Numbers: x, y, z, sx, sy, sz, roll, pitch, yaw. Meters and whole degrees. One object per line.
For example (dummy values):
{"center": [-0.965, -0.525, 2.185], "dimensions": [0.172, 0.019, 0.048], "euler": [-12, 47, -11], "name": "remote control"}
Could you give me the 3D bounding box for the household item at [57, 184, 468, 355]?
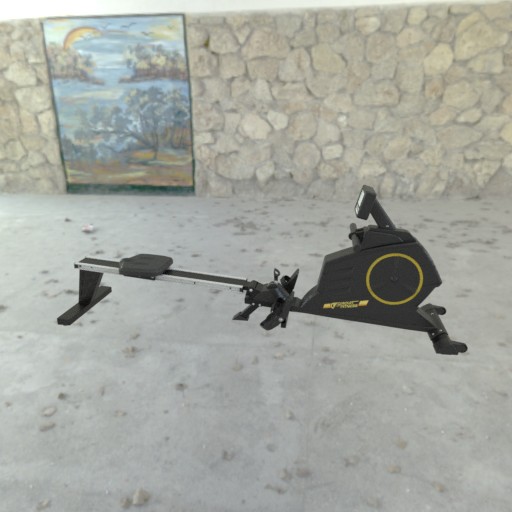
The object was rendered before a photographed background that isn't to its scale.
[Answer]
{"center": [0.000, 0.000, 2.527], "dimensions": [2.251, 0.810, 0.521], "euler": [3, 18, 9], "name": "household item"}
